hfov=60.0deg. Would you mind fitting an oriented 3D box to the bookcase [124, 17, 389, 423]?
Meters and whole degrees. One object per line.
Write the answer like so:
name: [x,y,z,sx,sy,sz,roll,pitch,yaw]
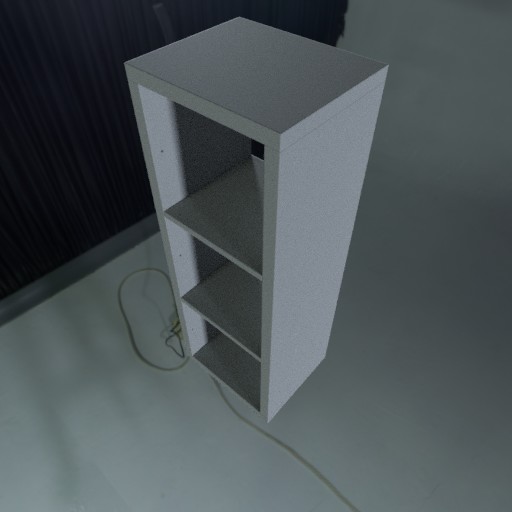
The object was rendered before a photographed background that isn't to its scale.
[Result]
bookcase: [0.000,0.000,1.246,0.390,1.080,0.330,32,55,27]
